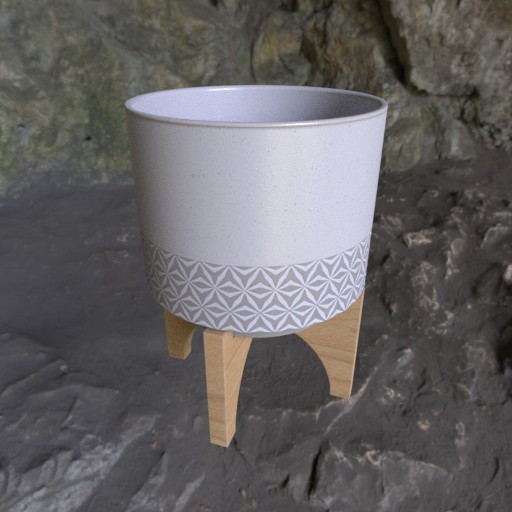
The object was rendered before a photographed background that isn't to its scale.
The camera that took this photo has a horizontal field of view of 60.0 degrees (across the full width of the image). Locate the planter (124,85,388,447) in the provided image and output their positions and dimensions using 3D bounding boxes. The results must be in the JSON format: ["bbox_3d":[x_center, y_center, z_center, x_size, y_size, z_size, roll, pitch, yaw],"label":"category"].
[{"bbox_3d":[0.000,0.000,0.386,0.188,0.260,0.188,0,27,0],"label":"planter"}]
